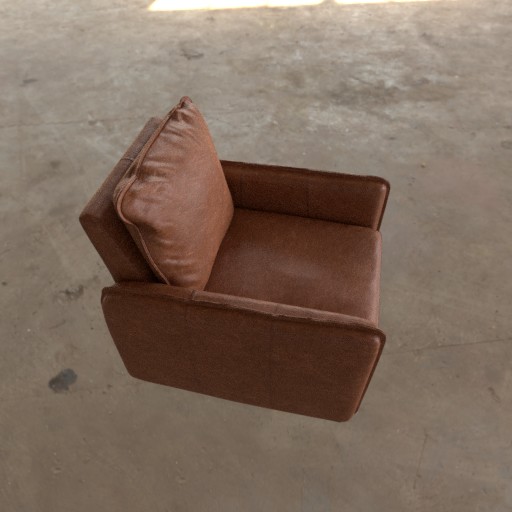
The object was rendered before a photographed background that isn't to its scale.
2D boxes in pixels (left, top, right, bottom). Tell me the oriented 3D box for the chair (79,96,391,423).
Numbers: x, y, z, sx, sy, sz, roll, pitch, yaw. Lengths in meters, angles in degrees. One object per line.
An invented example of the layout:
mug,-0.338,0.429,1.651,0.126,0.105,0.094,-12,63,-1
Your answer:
chair,0.000,0.000,1.635,0.922,0.922,0.830,9,48,9
